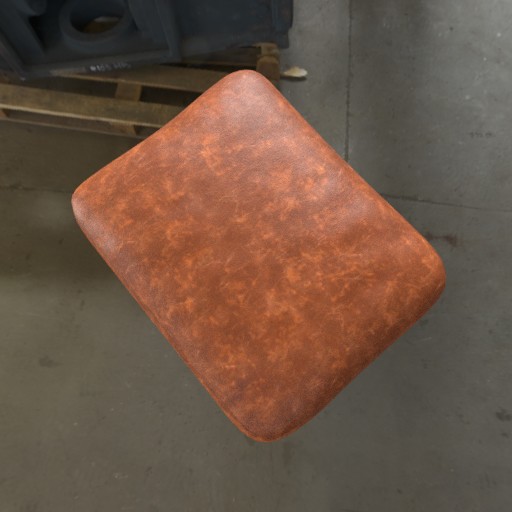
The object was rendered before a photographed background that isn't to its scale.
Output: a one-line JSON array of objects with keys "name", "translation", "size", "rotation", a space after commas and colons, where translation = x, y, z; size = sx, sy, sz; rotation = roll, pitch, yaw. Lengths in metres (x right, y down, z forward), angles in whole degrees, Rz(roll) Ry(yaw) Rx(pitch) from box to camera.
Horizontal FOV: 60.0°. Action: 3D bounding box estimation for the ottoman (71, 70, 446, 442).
[{"name": "ottoman", "translation": [0.000, 0.000, 1.284], "size": [0.657, 0.562, 0.832], "rotation": [-39, 78, -10]}]
